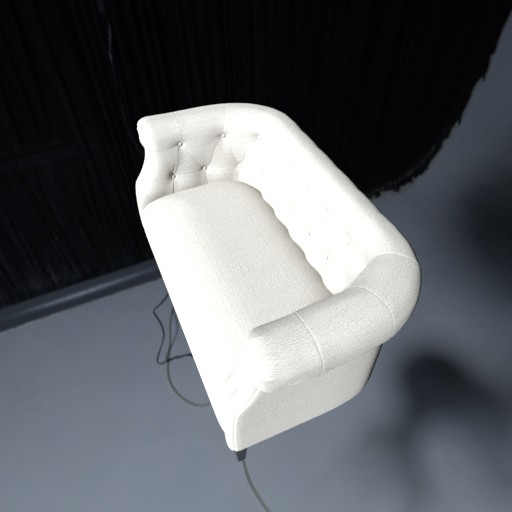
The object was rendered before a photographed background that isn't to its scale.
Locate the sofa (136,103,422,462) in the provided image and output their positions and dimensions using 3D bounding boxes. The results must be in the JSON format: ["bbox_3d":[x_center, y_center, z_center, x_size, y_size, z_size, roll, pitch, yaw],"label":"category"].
[{"bbox_3d":[0.000,0.000,2.069,0.835,0.827,1.558,-18,49,-16],"label":"sofa"}]
